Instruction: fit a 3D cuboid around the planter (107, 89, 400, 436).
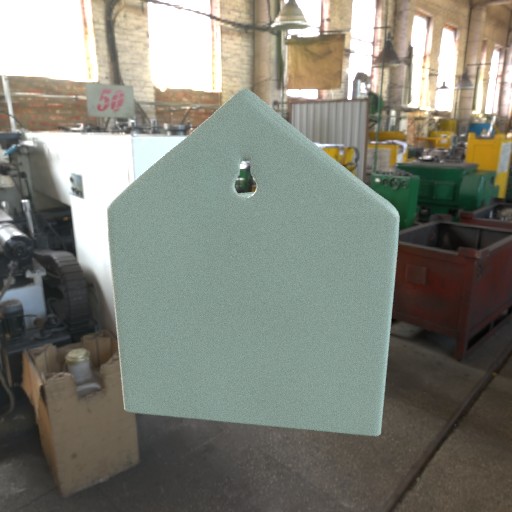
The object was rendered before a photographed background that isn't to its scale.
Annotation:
[{"bbox_3d":[0.000,0.000,0.287,0.164,0.197,0.079,2,16,8],"label":"planter"}]
